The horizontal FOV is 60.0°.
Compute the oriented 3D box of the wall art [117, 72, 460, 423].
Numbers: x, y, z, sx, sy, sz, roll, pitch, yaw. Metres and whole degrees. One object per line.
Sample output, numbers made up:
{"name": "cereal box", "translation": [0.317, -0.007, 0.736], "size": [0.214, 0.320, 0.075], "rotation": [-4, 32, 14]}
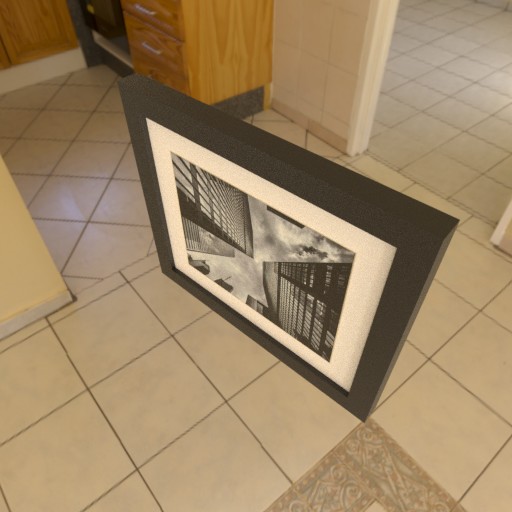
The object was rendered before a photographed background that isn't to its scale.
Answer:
{"name": "wall art", "translation": [0.000, 0.000, 0.527], "size": [0.381, 0.321, 0.028], "rotation": [32, 55, 27]}
